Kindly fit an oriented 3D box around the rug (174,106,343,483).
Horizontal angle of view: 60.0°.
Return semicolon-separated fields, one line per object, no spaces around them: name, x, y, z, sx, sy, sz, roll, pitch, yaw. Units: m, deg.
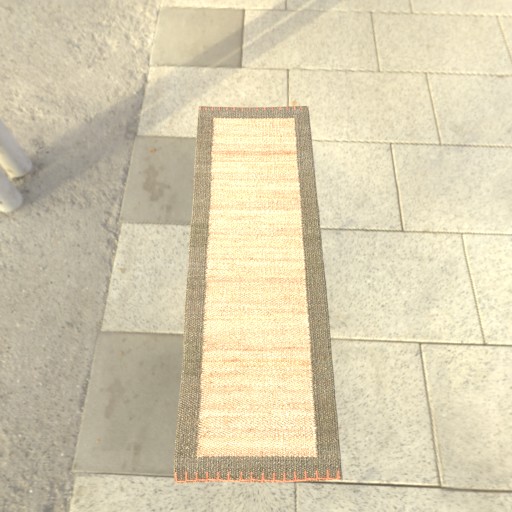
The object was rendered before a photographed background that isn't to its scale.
rug;0.000;0.000;2.650;0.810;0.016;2.413;0;63;0
